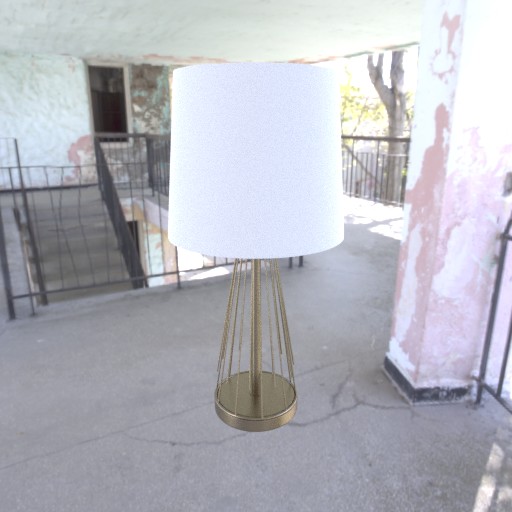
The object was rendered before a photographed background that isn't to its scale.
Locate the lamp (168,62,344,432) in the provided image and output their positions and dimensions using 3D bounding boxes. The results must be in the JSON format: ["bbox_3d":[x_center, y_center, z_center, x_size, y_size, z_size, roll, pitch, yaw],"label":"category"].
[{"bbox_3d":[0.000,0.000,0.790,0.303,0.618,0.303,0,17,0],"label":"lamp"}]
